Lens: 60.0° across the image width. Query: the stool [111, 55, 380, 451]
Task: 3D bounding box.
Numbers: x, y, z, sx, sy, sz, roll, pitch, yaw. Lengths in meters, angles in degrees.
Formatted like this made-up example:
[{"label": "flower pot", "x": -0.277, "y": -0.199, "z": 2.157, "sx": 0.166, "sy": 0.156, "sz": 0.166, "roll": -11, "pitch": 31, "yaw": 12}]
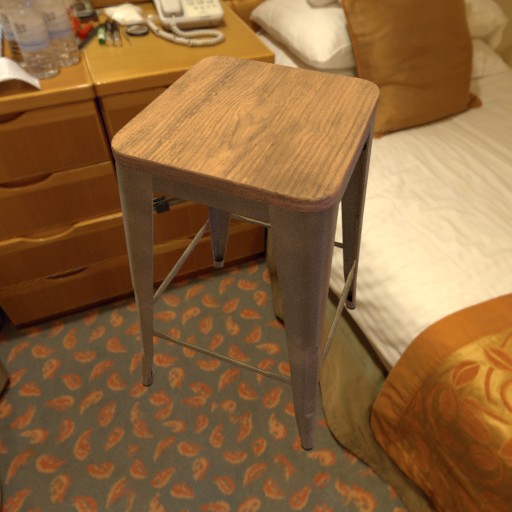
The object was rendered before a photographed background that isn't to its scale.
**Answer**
[{"label": "stool", "x": 0.000, "y": 0.000, "z": 0.862, "sx": 0.407, "sy": 0.607, "sz": 0.407, "roll": 16, "pitch": 49, "yaw": 15}]
